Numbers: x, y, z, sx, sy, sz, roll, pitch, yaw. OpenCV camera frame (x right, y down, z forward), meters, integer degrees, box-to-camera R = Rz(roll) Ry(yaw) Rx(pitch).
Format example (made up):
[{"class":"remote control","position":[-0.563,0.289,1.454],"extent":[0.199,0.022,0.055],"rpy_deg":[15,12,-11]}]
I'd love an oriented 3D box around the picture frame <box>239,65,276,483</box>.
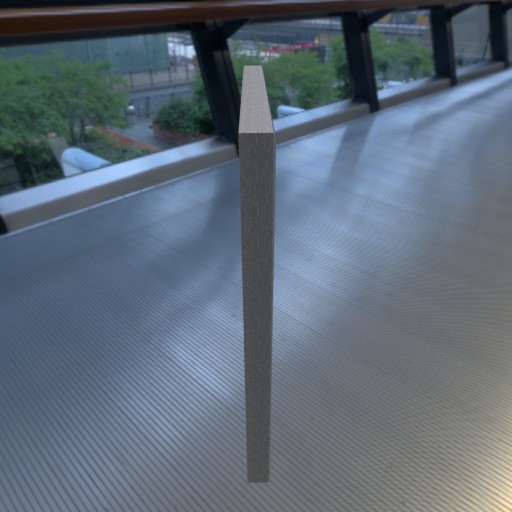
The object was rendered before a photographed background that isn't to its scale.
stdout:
[{"class":"picture frame","position":[0.000,0.000,0.527],"extent":[0.027,0.378,0.327],"rpy_deg":[0,30,-1]}]
